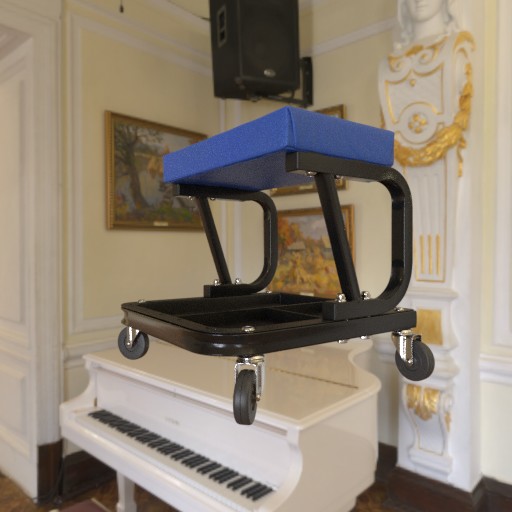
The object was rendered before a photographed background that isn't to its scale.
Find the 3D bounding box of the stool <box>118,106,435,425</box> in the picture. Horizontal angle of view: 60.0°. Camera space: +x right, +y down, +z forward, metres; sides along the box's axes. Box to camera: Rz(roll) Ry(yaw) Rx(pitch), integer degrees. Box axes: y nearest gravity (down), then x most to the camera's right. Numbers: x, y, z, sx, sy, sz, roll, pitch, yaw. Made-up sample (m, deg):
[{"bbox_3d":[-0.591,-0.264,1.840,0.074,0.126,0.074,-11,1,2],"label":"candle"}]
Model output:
[{"bbox_3d":[0.000,0.000,0.741,0.371,0.380,0.446,-1,1,-36],"label":"stool"}]
